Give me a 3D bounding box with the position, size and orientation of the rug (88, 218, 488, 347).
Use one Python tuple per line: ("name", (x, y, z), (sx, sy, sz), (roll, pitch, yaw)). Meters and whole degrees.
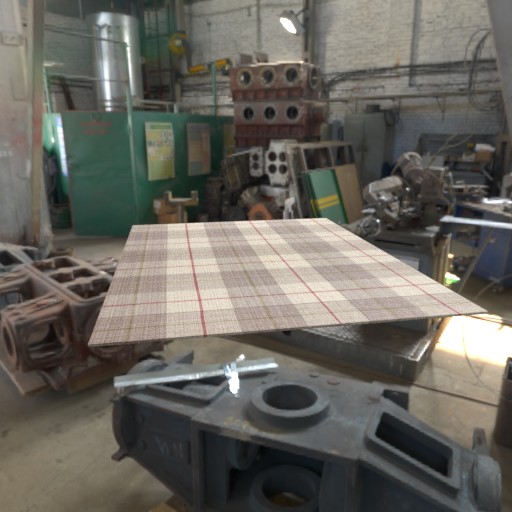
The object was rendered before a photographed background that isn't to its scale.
("rug", (0.000, 0.000, 3.883), (2.317, 0.016, 2.959), (-3, 16, -10))
